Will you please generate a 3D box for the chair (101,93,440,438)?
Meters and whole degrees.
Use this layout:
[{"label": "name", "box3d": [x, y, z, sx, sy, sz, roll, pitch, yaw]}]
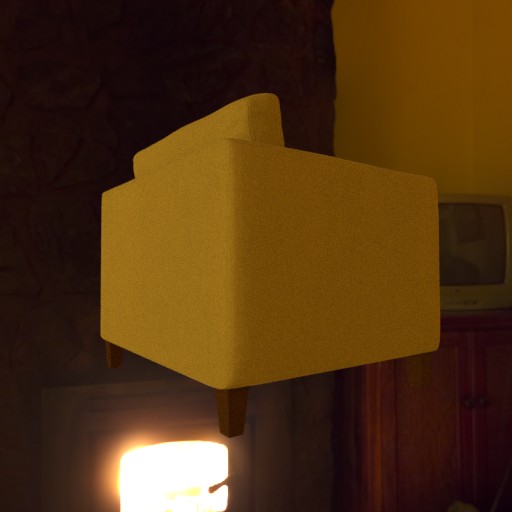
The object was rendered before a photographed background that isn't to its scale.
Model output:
[{"label": "chair", "box3d": [0.000, 0.000, 1.796, 0.959, 0.961, 1.107, 1, -2, -35]}]
